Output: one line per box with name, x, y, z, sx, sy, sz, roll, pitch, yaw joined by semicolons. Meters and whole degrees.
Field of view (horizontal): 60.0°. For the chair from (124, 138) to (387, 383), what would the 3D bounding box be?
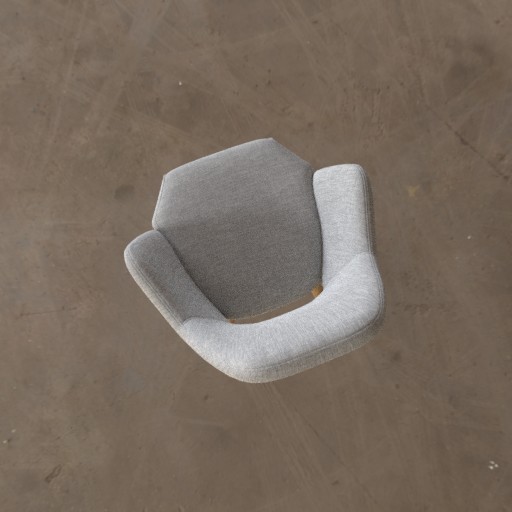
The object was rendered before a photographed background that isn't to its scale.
chair;0.000;0.000;1.201;0.590;0.840;0.610;-20;77;-5
